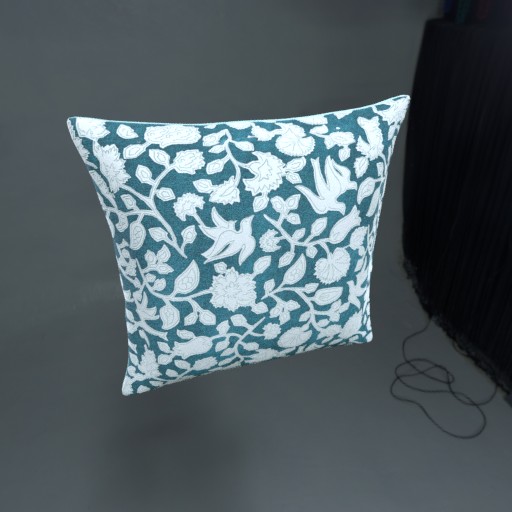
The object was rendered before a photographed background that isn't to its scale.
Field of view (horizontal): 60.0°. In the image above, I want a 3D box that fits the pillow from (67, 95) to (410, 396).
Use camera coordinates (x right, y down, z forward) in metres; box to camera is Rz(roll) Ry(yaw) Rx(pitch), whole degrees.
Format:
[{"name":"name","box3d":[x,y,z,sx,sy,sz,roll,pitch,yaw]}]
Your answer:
[{"name":"pillow","box3d":[0.000,0.000,0.774,0.525,0.508,0.166,-9,31,-15]}]
